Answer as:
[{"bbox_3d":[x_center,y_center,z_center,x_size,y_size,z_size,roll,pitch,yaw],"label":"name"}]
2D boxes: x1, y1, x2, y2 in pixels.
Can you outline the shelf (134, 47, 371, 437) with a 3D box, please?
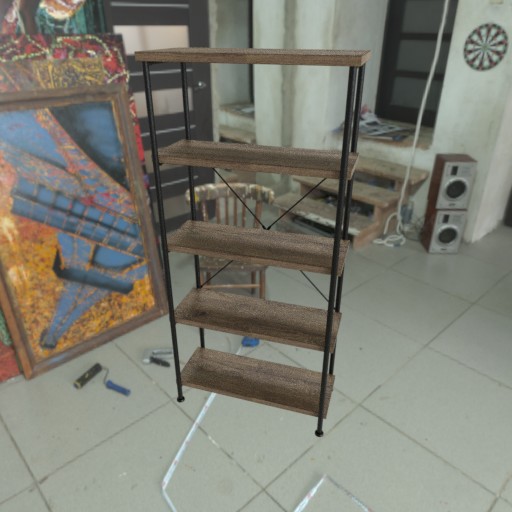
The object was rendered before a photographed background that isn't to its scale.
[{"bbox_3d":[0.000,0.000,2.022,0.800,1.700,0.360,8,29,15],"label":"shelf"}]
